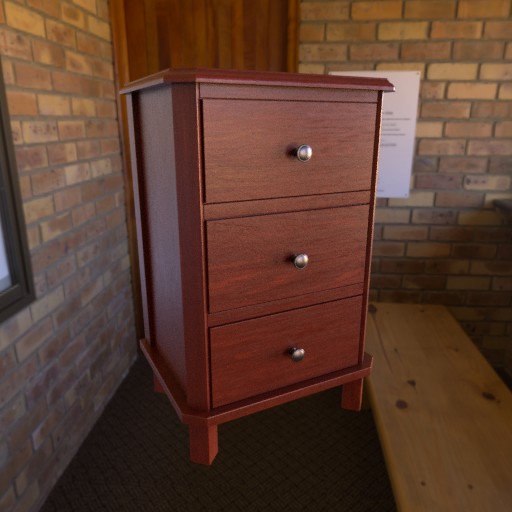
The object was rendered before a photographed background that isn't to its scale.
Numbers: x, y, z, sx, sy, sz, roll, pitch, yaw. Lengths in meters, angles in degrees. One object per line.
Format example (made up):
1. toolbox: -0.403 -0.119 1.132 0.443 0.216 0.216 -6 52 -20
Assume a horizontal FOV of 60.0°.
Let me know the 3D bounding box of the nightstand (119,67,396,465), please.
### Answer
1. nightstand: 0.000 0.000 0.925 0.435 0.681 0.351 -8 19 -26
